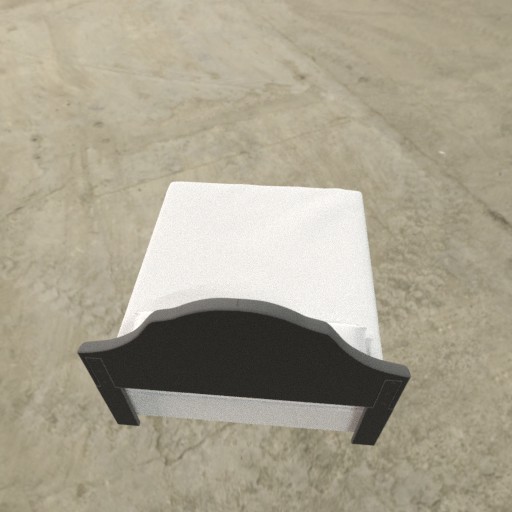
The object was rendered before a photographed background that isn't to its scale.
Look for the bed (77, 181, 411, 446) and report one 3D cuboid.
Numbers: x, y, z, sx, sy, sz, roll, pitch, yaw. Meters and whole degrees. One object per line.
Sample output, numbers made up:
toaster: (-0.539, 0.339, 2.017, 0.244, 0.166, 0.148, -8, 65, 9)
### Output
bed: (0.000, 0.000, 3.511, 2.008, 1.615, 2.214, 3, 47, 3)
